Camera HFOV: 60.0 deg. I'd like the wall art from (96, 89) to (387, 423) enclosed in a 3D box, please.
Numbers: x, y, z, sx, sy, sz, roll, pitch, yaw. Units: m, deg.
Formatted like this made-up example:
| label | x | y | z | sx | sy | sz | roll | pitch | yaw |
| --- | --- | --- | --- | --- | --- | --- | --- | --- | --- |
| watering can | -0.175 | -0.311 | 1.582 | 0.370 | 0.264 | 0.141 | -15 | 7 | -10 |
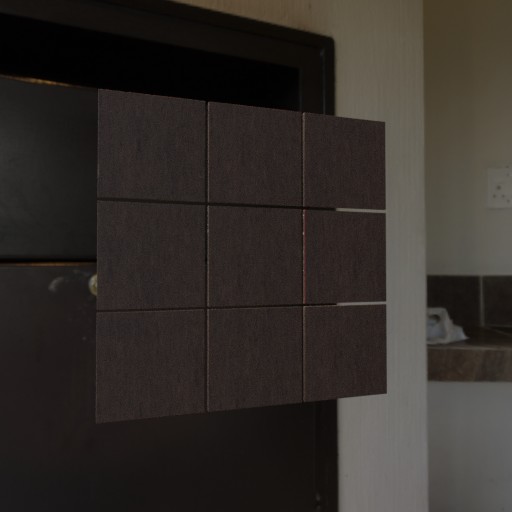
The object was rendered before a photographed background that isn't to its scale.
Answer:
| label | x | y | z | sx | sy | sz | roll | pitch | yaw |
| --- | --- | --- | --- | --- | --- | --- | --- | --- | --- |
| wall art | 0.000 | 0.000 | 1.357 | 0.915 | 0.914 | 0.013 | 0 | -1 | -18 |
